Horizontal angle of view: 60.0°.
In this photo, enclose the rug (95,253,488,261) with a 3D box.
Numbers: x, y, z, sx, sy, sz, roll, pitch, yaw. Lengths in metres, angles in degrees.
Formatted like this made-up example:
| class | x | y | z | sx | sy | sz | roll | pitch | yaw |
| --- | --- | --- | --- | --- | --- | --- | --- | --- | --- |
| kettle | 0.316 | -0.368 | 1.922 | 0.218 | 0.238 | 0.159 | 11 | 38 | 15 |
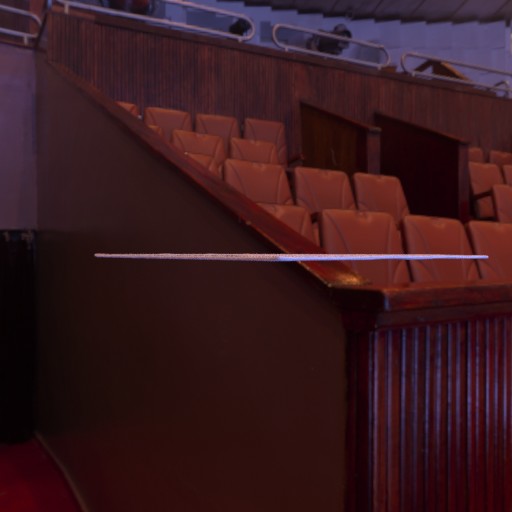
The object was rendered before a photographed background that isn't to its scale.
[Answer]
| class | x | y | z | sx | sy | sz | roll | pitch | yaw |
| --- | --- | --- | --- | --- | --- | --- | --- | --- | --- |
| rug | 0.000 | 0.000 | 3.075 | 1.521 | 0.034 | 2.438 | 0 | 0 | -35 |
